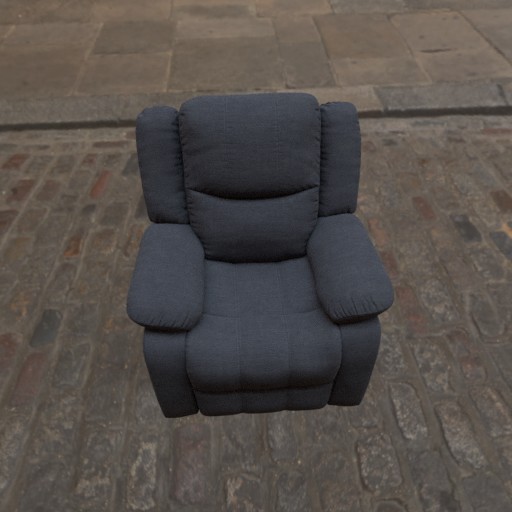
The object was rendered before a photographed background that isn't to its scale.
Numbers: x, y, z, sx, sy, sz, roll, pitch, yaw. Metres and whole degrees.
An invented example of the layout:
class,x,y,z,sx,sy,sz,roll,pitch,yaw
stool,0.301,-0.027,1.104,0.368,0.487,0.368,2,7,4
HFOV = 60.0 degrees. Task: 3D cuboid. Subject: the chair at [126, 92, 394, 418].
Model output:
class,x,y,z,sx,sy,sz,roll,pitch,yaw
chair,0.000,0.000,1.750,0.899,1.008,0.944,-3,47,-3
